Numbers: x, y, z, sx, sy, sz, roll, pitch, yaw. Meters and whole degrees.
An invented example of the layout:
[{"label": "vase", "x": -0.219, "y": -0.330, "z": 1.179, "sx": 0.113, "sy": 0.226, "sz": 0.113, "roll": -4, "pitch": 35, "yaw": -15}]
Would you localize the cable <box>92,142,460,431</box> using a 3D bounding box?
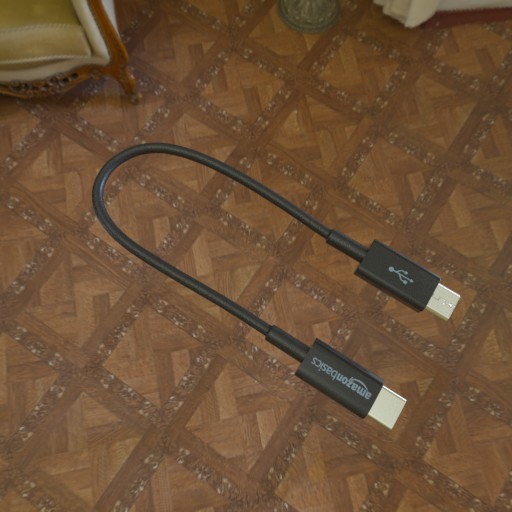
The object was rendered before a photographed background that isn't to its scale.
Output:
[{"label": "cable", "x": 0.000, "y": 0.000, "z": 0.115, "sx": 0.098, "sy": 0.006, "sz": 0.040, "roll": 32, "pitch": 77, "yaw": 8}]
